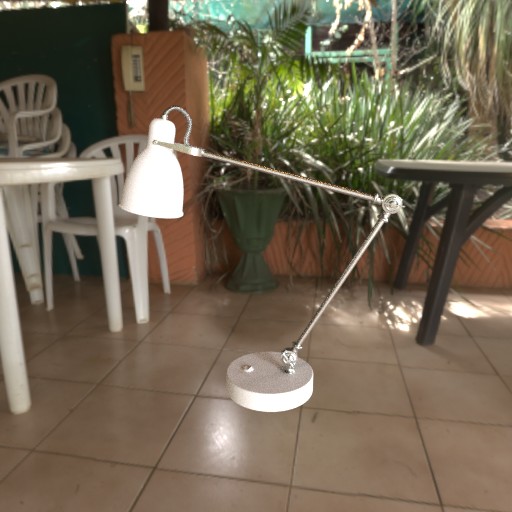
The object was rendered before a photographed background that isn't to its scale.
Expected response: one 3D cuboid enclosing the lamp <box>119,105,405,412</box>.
[{"bbox_3d":[0.000,0.000,0.900,0.561,0.587,0.187,2,14,8],"label":"lamp"}]
